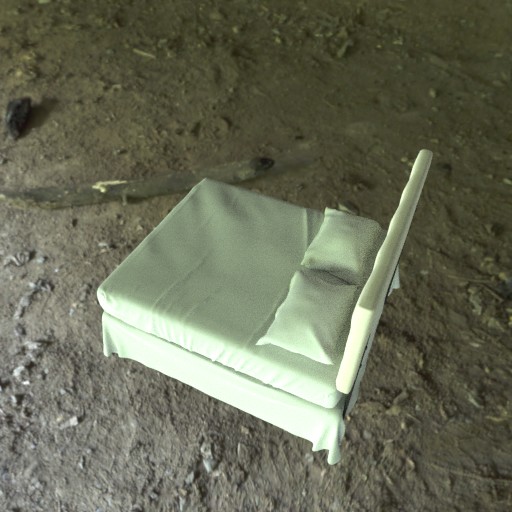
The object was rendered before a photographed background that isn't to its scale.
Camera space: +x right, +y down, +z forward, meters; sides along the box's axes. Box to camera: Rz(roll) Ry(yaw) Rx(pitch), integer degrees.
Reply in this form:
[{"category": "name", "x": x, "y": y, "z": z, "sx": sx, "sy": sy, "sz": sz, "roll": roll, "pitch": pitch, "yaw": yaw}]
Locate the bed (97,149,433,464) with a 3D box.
[{"category": "bed", "x": 0.000, "y": 0.000, "z": 3.532, "sx": 2.222, "sy": 1.577, "sz": 1.936, "roll": 19, "pitch": 48, "yaw": 18}]
